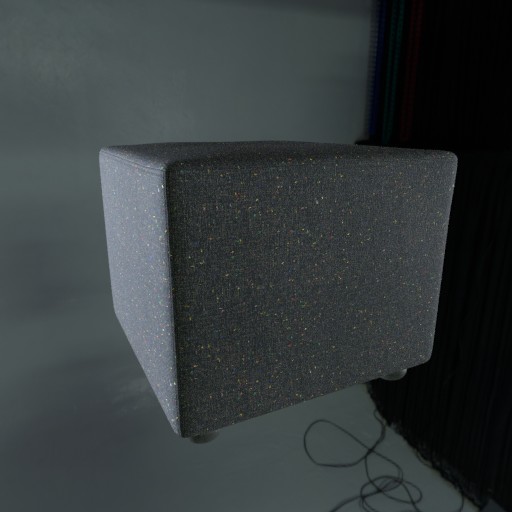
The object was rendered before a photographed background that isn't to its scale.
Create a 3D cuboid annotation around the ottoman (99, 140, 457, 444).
[{"bbox_3d":[0.000,0.000,0.876,0.508,0.432,0.508,-8,18,-26],"label":"ottoman"}]
